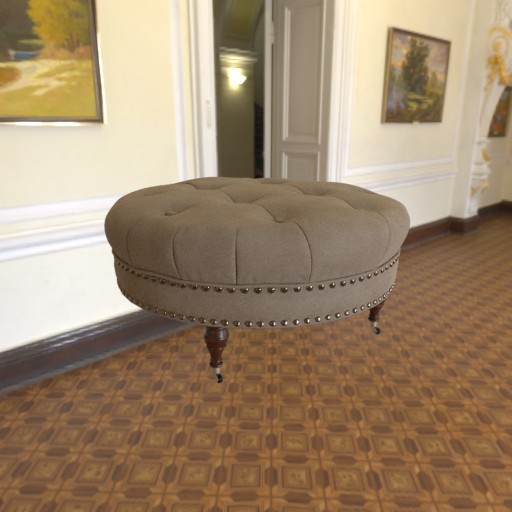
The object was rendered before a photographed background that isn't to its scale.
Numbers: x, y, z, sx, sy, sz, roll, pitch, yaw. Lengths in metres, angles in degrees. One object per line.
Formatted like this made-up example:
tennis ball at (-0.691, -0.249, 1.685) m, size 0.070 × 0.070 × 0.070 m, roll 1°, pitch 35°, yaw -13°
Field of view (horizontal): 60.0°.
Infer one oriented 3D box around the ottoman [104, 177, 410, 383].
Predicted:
ottoman at (0.000, 0.000, 1.397) m, size 0.901 × 0.439 × 0.901 m, roll 0°, pitch 17°, yaw 0°
